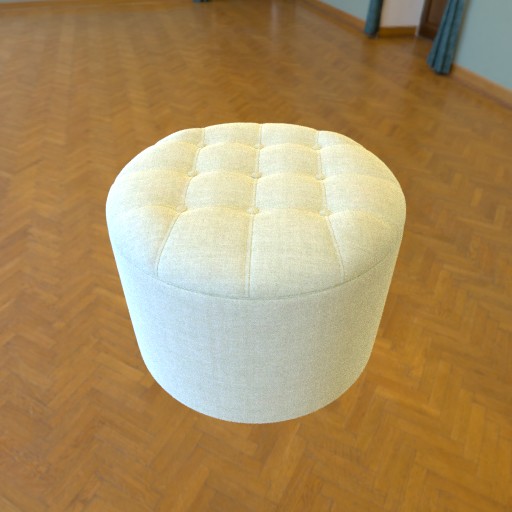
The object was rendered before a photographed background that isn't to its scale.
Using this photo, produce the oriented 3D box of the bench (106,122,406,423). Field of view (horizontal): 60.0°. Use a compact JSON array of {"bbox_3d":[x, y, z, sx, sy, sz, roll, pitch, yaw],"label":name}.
[{"bbox_3d":[0.000,0.000,1.017,0.600,0.453,0.600,0,40,0],"label":"bench"}]
